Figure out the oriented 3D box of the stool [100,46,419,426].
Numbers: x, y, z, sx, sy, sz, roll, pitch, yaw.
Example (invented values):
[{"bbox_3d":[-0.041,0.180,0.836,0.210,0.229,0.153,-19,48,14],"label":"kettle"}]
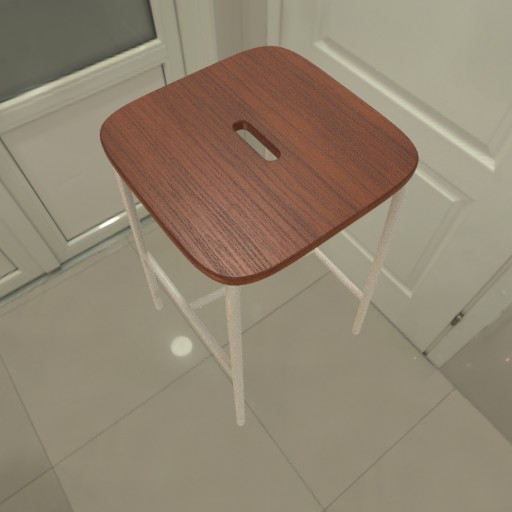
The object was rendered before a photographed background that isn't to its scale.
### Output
[{"bbox_3d":[0.000,0.000,0.875,0.376,0.610,0.376,-33,64,-19],"label":"stool"}]
